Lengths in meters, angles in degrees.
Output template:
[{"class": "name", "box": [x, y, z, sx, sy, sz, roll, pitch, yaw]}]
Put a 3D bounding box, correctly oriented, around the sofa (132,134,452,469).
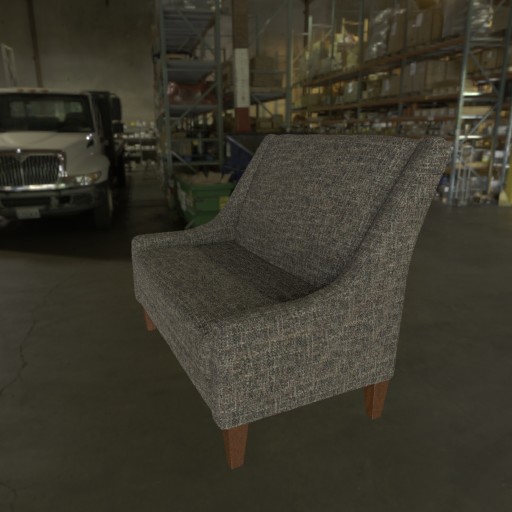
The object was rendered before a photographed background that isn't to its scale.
[{"class": "sofa", "box": [0.000, 0.000, 1.934, 0.870, 1.021, 1.242, -8, 18, -25]}]
